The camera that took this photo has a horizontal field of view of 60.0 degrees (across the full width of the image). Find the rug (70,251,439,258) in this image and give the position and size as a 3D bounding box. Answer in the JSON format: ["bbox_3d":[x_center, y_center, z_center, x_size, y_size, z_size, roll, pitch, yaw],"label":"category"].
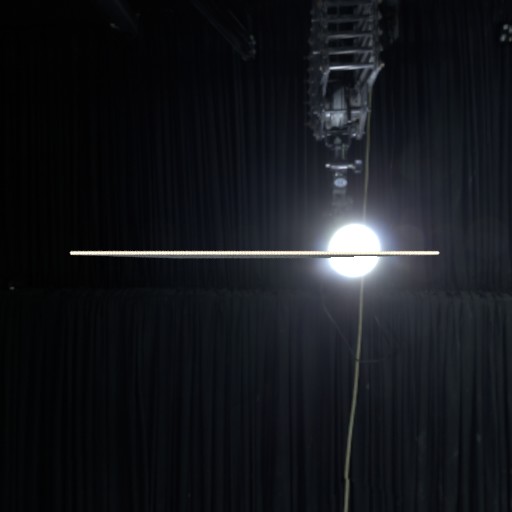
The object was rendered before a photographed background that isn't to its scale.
[{"bbox_3d":[0.000,0.000,2.952,1.526,0.014,2.290,0,-1,0],"label":"rug"}]
